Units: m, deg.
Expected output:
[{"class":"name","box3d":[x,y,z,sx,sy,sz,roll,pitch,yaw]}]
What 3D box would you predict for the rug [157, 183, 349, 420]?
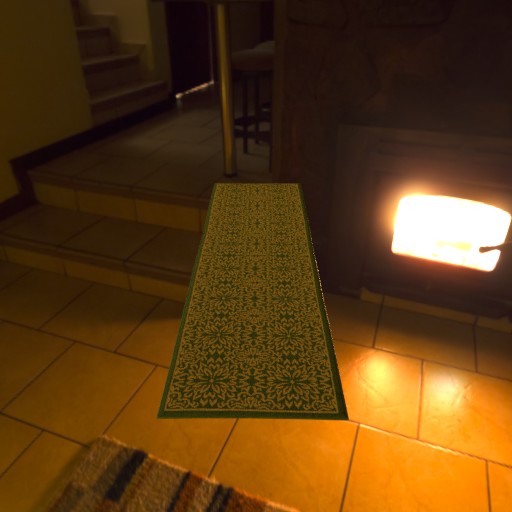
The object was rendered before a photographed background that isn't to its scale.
[{"class":"rug","box3d":[0.000,0.000,2.464,0.662,0.011,2.196,0,31,1]}]
